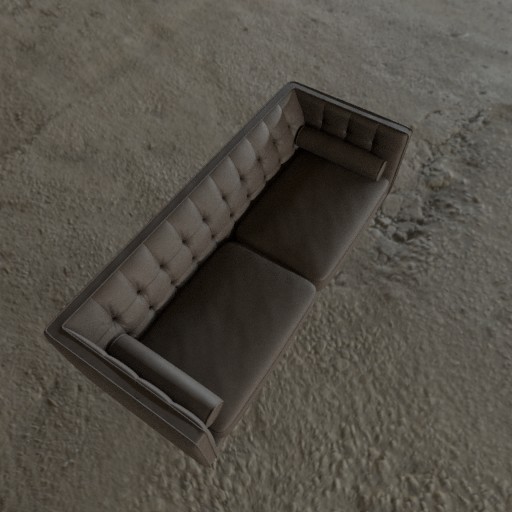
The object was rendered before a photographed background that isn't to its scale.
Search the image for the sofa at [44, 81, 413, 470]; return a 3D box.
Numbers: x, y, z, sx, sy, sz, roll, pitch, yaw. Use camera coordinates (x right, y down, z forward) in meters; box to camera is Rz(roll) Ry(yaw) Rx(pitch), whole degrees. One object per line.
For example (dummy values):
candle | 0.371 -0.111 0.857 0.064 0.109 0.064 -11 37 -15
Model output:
sofa | 0.000 0.000 2.539 0.867 0.789 2.087 29 62 17
